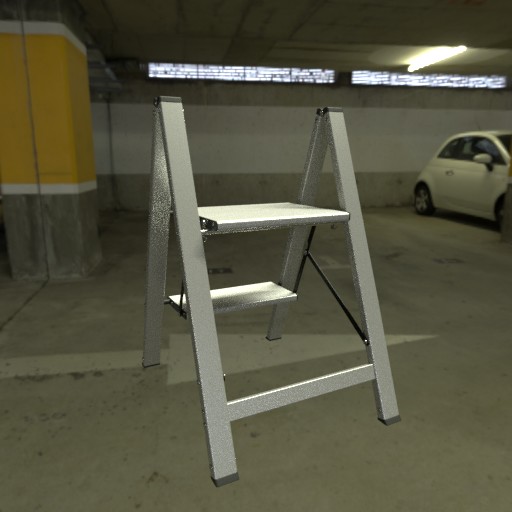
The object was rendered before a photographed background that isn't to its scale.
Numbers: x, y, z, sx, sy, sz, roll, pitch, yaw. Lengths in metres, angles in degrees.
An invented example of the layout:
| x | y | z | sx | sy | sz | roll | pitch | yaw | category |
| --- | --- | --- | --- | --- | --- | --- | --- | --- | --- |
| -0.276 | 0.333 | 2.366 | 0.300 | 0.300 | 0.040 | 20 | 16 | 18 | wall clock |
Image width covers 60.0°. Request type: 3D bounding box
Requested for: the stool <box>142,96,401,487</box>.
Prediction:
| x | y | z | sx | sy | sz | roll | pitch | yaw | category |
| --- | --- | --- | --- | --- | --- | --- | --- | --- | --- |
| 0.000 | 0.000 | 1.021 | 0.440 | 0.670 | 0.535 | -6 | 14 | -27 | stool |
